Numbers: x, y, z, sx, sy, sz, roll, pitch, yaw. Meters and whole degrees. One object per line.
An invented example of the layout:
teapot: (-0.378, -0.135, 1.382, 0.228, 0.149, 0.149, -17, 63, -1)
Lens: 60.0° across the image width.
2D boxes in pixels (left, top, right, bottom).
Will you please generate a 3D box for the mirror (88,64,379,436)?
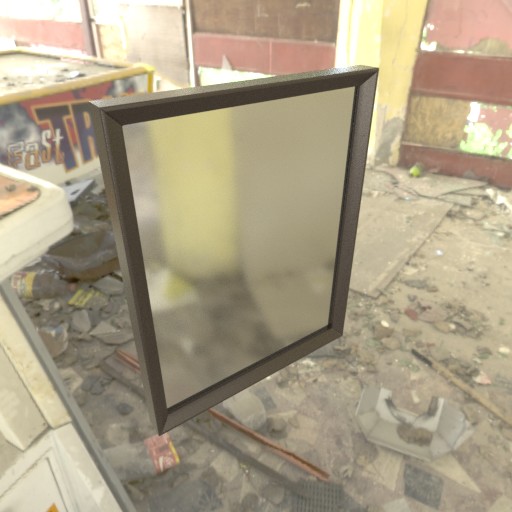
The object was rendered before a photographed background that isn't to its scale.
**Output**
mirror: (0.000, 0.000, 0.683, 0.406, 0.509, 0.041, -21, 37, -30)
